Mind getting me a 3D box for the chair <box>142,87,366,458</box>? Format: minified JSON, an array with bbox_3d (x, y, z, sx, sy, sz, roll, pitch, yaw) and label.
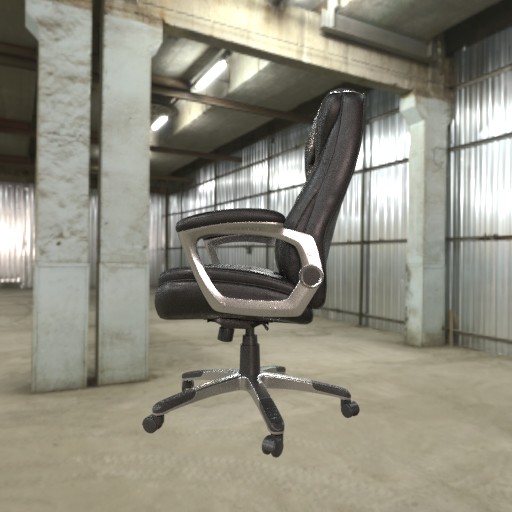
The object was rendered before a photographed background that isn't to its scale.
[{"bbox_3d":[0.000,0.000,1.511,0.689,1.075,0.697,0,0,1],"label":"chair"}]
